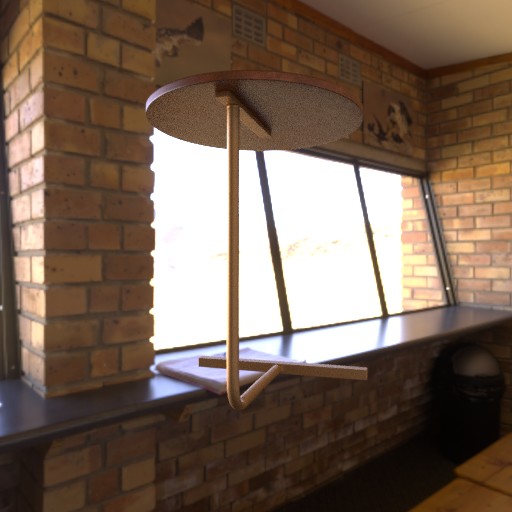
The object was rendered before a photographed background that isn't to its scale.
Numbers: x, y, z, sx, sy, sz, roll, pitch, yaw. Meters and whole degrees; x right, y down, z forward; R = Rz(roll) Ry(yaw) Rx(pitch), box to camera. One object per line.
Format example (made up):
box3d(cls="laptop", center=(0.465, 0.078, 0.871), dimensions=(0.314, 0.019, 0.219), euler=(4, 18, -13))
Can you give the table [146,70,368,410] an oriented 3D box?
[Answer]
box3d(cls="table", center=(0.000, 0.000, 1.127), dimensions=(0.530, 0.706, 0.577), euler=(0, 0, 17))
